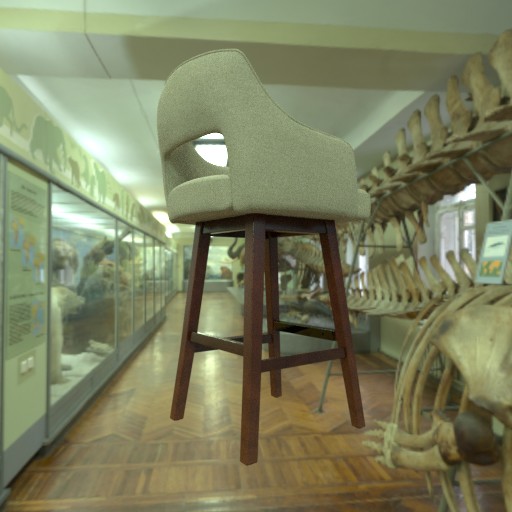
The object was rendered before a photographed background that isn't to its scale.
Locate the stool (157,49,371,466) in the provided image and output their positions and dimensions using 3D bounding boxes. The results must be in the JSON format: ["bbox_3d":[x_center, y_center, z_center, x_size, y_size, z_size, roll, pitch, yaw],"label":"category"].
[{"bbox_3d":[0.000,0.000,1.370,0.560,1.041,0.550,1,-2,-37],"label":"stool"}]
